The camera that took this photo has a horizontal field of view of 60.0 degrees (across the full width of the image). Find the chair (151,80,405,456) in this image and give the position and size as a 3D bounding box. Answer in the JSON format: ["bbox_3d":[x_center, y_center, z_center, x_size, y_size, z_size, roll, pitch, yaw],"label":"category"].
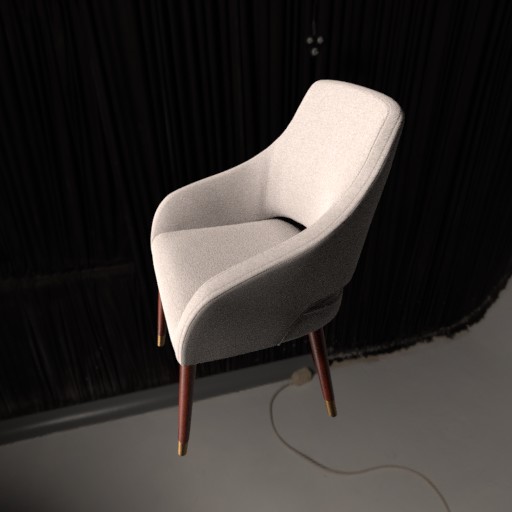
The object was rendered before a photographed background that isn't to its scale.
[{"bbox_3d":[0.000,0.000,1.272,0.600,0.889,0.609,-9,31,-15],"label":"chair"}]
